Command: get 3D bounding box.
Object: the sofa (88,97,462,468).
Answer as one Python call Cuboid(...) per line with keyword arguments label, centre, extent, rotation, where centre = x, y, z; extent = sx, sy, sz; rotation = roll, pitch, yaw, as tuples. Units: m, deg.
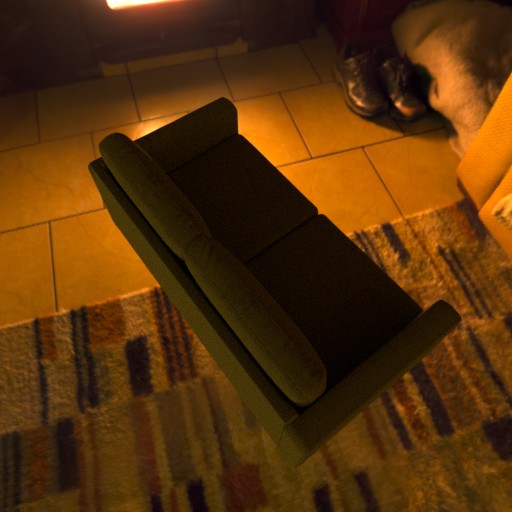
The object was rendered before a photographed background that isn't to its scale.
Cuboid(label="sofa", centre=(0.000, 0.000, 2.237), extent=(0.889, 0.897, 1.730), rotation=(-33, 65, -18))
